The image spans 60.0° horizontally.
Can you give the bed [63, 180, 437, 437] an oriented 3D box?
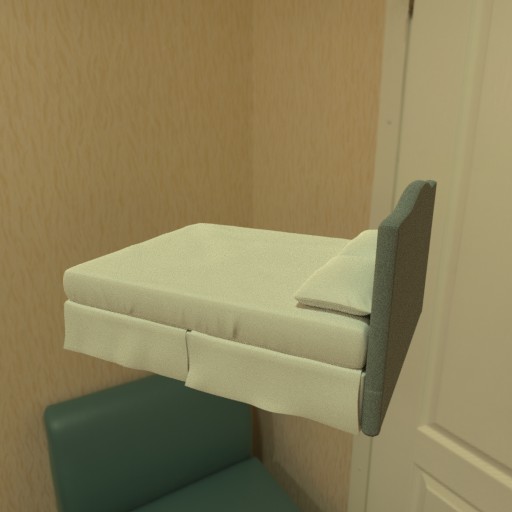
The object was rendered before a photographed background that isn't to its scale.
[{"bbox_3d":[0.000,0.000,3.934,2.689,1.457,2.161,8,19,25],"label":"bed"}]
